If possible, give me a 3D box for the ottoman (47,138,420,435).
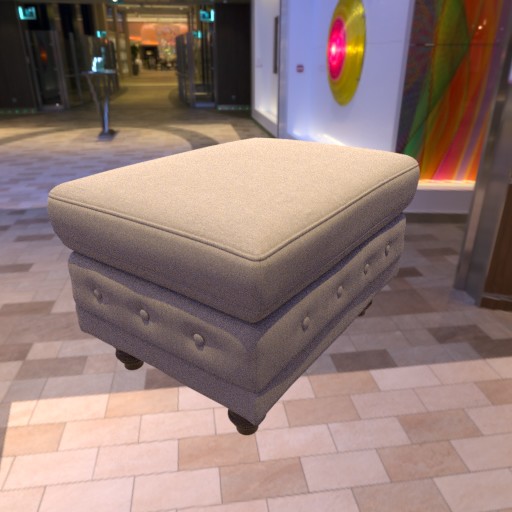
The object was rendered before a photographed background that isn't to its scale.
[{"bbox_3d":[0.000,0.000,1.131,0.569,0.500,0.771,16,29,32],"label":"ottoman"}]
